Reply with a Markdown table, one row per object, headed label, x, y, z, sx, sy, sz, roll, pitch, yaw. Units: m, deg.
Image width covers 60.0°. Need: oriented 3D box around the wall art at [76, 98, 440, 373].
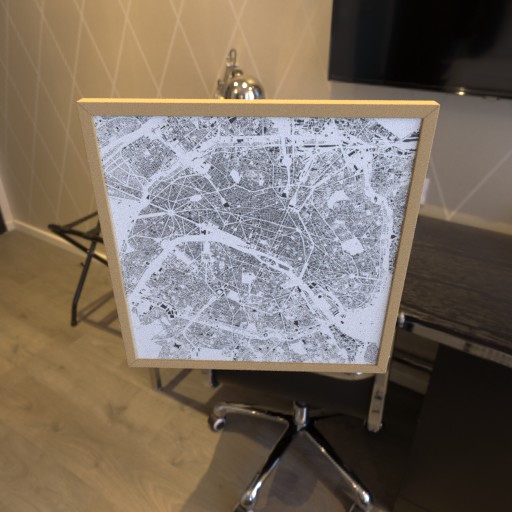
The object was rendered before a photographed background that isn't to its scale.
| label | x | y | z | sx | sy | sz | roll | pitch | yaw |
| --- | --- | --- | --- | --- | --- | --- | --- | --- | --- |
| wall art | 0.000 | 0.000 | 1.133 | 0.761 | 0.761 | 0.037 | 1 | 30 | 2 |
